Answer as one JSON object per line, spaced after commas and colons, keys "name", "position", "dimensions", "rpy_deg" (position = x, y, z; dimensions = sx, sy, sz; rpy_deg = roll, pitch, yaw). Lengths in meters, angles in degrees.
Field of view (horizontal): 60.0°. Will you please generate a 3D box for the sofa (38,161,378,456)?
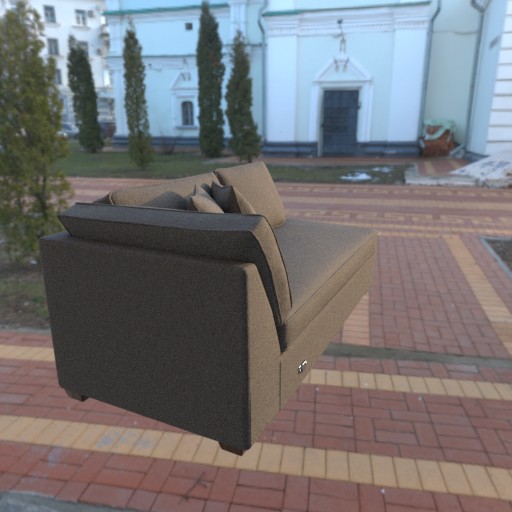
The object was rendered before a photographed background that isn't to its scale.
{"name": "sofa", "position": [0.000, 0.000, 2.786], "dimensions": [1.110, 1.033, 2.237], "rpy_deg": [8, 18, 25]}
